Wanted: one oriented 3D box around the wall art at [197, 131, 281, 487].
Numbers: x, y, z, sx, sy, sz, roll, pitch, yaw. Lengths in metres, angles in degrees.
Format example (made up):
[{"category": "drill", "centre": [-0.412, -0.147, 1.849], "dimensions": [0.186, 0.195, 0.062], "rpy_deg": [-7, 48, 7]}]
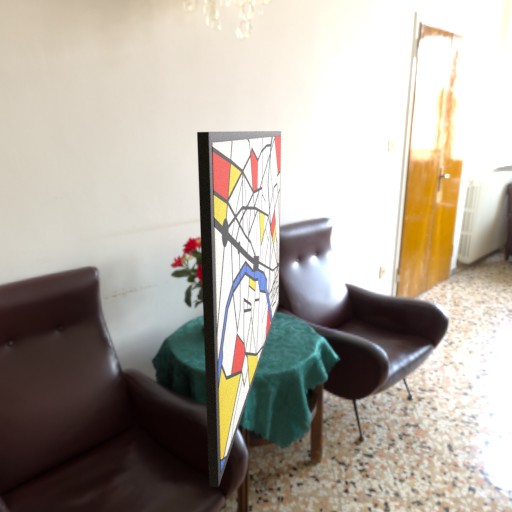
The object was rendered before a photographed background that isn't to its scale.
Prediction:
[{"category": "wall art", "centre": [0.000, 0.000, 0.847], "dimensions": [0.013, 0.458, 0.664], "rpy_deg": [3, 16, 9]}]
